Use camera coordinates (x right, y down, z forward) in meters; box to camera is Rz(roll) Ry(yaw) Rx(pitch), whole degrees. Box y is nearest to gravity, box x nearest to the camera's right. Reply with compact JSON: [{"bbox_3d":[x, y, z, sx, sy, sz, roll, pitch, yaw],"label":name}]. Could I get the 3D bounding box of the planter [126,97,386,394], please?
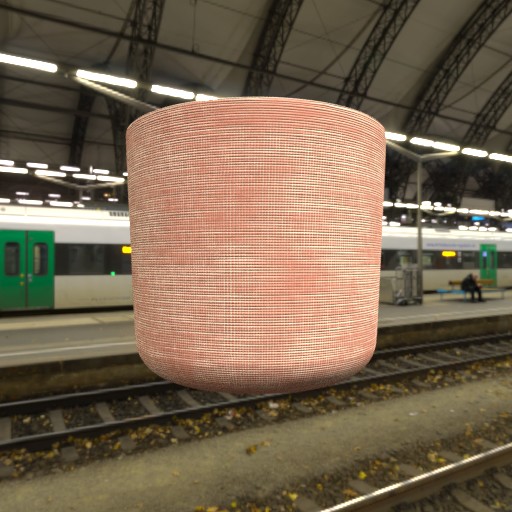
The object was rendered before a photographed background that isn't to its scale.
[{"bbox_3d":[0.000,0.000,0.778,0.440,0.398,0.440,0,-1,0],"label":"planter"}]
